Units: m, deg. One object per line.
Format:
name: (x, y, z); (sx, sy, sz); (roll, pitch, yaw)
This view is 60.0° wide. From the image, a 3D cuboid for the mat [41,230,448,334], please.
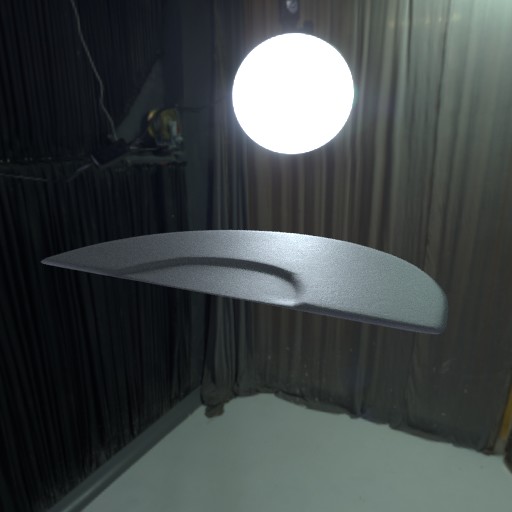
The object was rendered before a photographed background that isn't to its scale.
mat: (0.000, 0.000, 1.856); (1.525, 0.016, 0.917); (8, 17, 25)
